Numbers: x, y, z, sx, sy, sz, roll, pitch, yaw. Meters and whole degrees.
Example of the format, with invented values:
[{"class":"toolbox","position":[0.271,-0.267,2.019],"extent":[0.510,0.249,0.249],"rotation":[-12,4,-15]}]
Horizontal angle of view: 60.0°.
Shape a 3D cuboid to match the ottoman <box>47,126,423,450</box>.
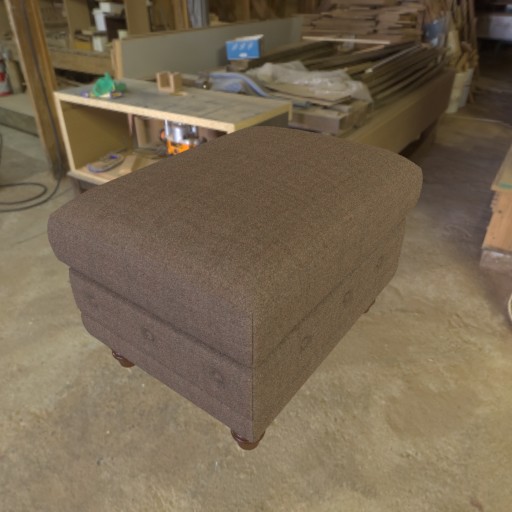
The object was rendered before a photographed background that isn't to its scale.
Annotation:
[{"class":"ottoman","position":[0.000,0.000,1.204],"extent":[0.599,0.555,0.809],"rotation":[22,39,30]}]
